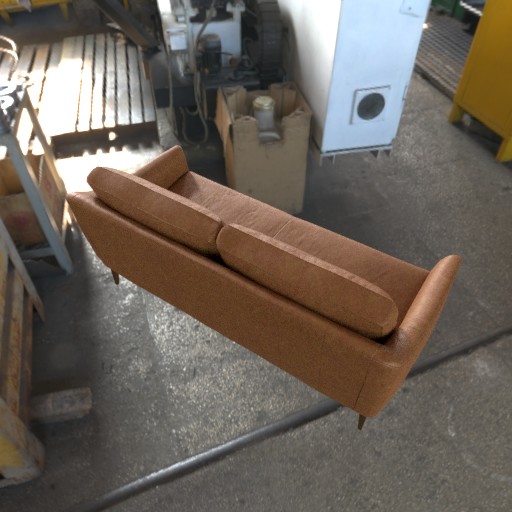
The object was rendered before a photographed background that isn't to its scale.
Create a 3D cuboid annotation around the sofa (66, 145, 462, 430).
[{"bbox_3d":[0.000,0.000,2.566,2.036,0.945,0.981,26,51,23],"label":"sofa"}]
